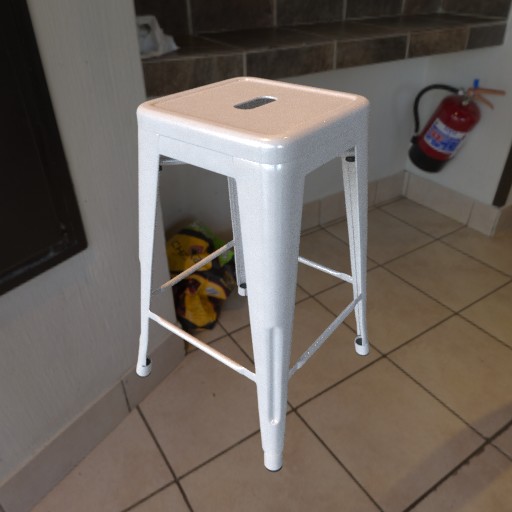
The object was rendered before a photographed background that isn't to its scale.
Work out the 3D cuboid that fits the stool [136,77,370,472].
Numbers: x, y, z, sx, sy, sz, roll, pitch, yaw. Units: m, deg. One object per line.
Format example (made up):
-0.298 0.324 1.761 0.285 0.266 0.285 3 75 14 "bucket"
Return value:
0.000 0.000 0.892 0.406 0.610 0.406 23 40 31 "stool"
